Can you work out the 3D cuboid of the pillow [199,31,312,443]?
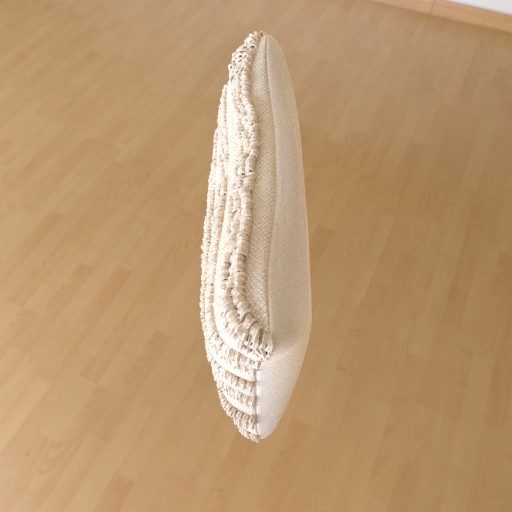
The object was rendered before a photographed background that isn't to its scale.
[{"bbox_3d":[0.000,0.000,0.630,0.145,0.427,0.437,0,58,0],"label":"pillow"}]
